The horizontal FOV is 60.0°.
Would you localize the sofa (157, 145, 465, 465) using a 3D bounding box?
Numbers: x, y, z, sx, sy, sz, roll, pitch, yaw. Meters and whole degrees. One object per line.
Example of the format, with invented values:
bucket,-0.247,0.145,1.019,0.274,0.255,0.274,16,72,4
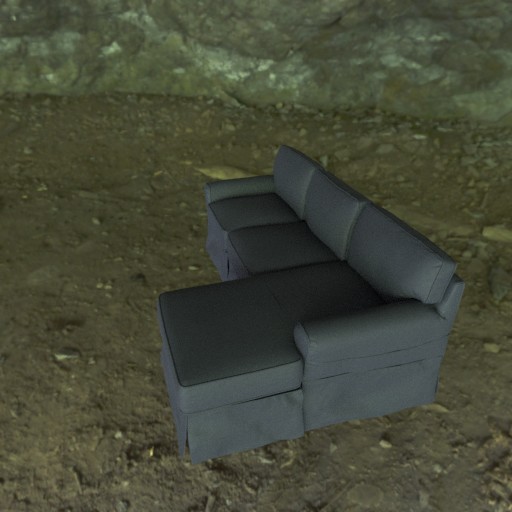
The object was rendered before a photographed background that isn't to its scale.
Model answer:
sofa,0.000,0.000,3.365,1.637,1.039,2.518,-9,30,-16
